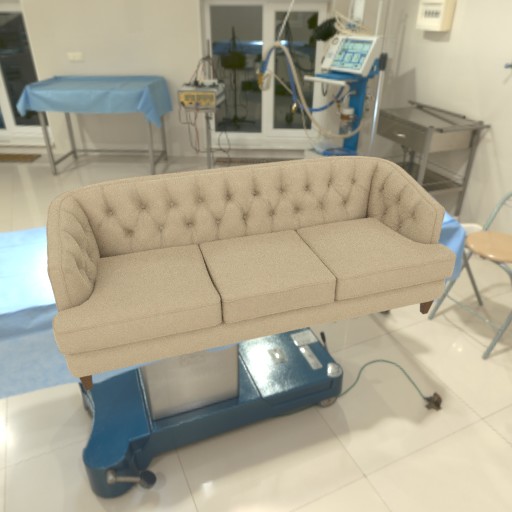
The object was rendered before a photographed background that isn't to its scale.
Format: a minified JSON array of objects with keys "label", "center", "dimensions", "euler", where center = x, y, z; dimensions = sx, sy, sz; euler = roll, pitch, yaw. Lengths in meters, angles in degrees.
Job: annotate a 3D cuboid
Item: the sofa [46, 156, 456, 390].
[{"label":"sofa","center":[0.000,0.000,2.727],"dimensions":[2.278,0.855,0.941],"euler":[-9,32,-16]}]
